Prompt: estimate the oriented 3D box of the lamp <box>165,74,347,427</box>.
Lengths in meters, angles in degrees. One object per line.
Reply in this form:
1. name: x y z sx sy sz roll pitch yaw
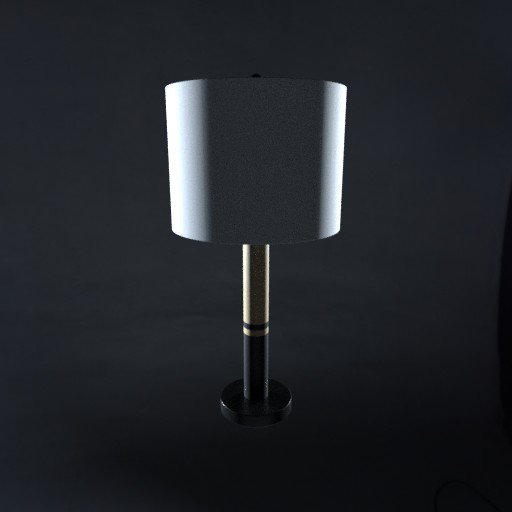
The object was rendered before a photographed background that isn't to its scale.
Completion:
1. lamp: 0.000 0.000 0.835 0.305 0.640 0.305 -2 15 -7
